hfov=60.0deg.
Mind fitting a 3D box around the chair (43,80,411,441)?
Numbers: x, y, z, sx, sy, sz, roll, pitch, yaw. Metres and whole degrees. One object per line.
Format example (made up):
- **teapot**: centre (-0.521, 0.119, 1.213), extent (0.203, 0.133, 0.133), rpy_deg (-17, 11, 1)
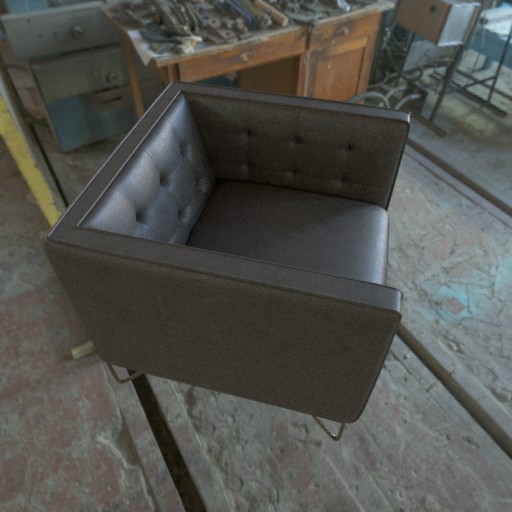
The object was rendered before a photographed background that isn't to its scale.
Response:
- **chair**: centre (0.000, 0.000, 1.562), extent (0.894, 0.790, 0.880), rpy_deg (11, 49, 10)
